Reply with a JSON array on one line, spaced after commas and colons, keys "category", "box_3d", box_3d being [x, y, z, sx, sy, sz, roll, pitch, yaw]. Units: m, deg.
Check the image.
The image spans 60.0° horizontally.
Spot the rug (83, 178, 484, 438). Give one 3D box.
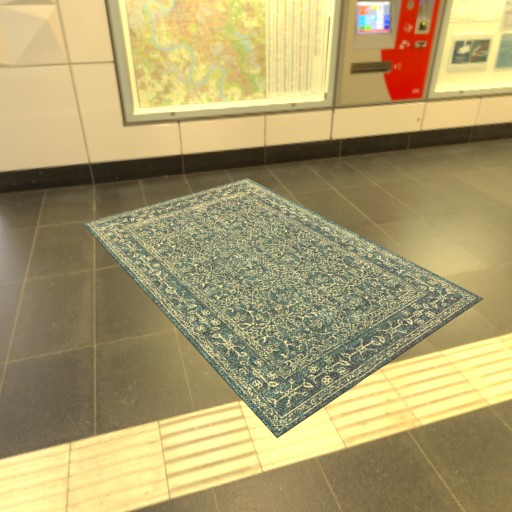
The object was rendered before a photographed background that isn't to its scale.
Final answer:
[{"category": "rug", "box_3d": [0.000, 0.000, 2.311, 1.200, 0.005, 1.819, -21, 38, -31]}]
